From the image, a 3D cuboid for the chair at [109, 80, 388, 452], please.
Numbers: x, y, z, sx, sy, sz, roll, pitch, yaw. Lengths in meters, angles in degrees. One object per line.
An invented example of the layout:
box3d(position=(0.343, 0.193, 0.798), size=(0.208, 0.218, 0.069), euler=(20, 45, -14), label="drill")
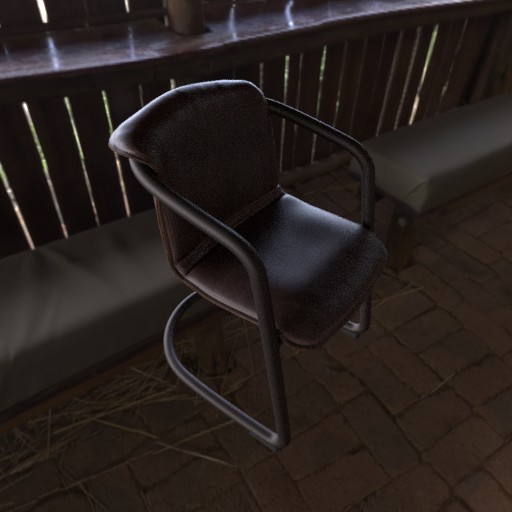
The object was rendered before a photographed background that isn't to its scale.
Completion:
box3d(position=(0.000, 0.000, 1.261), size=(0.664, 0.836, 0.536), euler=(26, 47, 26), label="chair")
